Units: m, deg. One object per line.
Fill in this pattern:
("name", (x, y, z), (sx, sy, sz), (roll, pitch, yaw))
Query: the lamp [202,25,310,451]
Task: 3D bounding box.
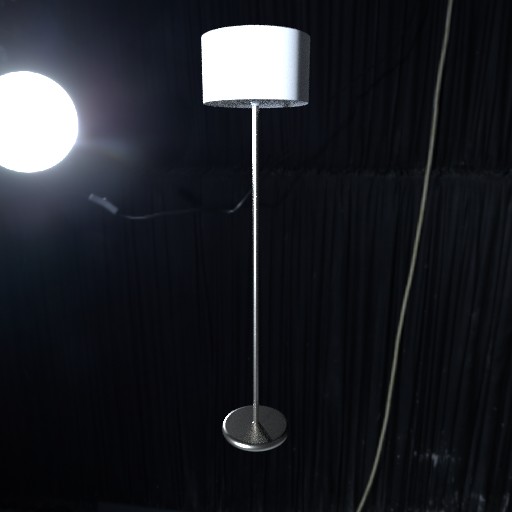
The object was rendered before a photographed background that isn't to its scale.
("lamp", (0.000, 0.000, 1.607), (0.347, 1.443, 0.347), (2, 14, 7))
